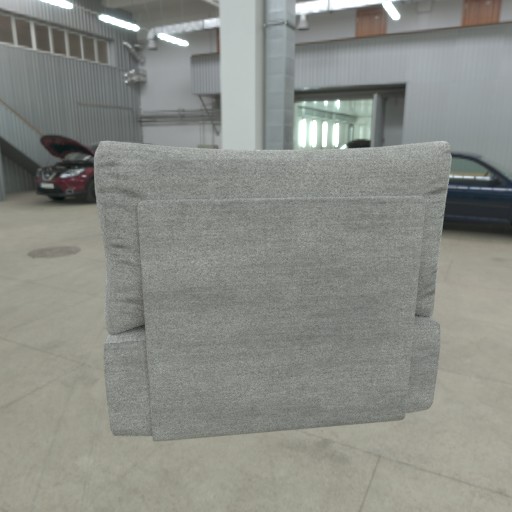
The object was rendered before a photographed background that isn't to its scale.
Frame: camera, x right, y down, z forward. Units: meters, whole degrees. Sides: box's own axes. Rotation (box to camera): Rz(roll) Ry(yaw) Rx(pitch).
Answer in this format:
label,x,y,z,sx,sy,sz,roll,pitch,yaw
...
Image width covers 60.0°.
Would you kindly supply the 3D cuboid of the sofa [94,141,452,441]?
label,x,y,z,sx,sy,sz,roll,pitch,yaw
sofa,0.000,0.000,1.640,0.930,0.820,1.000,-2,14,-8
